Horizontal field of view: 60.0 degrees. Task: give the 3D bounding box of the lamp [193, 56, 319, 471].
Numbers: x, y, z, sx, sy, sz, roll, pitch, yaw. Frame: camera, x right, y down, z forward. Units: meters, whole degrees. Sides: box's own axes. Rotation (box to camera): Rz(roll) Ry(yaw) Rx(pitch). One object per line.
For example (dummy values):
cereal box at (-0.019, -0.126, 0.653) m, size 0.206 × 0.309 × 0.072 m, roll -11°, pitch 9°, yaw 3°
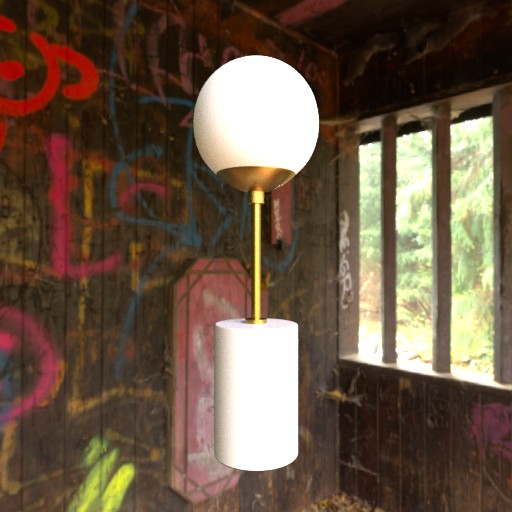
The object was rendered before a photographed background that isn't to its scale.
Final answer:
lamp at (0.000, 0.000, 0.546) m, size 0.153 × 0.480 × 0.153 m, roll 0°, pitch -1°, yaw 0°
